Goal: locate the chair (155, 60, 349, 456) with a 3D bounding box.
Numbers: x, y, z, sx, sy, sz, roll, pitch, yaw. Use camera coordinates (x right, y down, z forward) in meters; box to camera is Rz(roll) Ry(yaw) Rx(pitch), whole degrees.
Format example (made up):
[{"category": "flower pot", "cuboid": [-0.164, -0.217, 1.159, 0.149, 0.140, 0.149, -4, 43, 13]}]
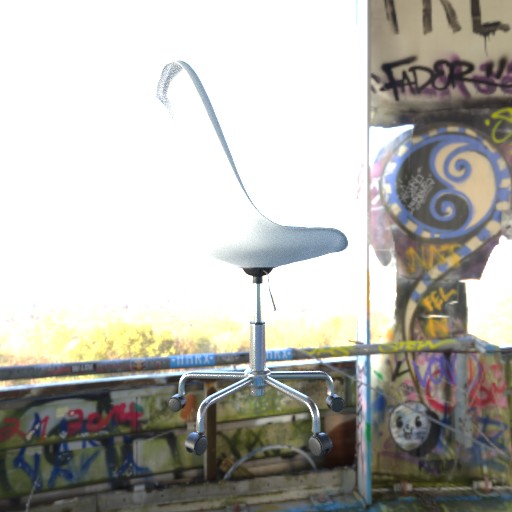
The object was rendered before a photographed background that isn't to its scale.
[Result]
[{"category": "chair", "cuboid": [0.000, 0.000, 1.252, 0.550, 0.930, 0.550, 0, 0, -18]}]
